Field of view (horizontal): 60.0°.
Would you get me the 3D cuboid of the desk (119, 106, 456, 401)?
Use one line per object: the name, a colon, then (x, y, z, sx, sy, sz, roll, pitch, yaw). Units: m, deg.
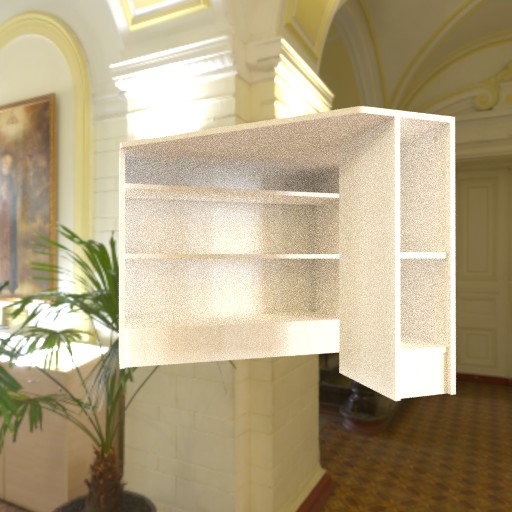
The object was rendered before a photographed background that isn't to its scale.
desk: (0.000, 0.000, 1.606, 0.940, 0.818, 0.926, 0, 0, -18)
